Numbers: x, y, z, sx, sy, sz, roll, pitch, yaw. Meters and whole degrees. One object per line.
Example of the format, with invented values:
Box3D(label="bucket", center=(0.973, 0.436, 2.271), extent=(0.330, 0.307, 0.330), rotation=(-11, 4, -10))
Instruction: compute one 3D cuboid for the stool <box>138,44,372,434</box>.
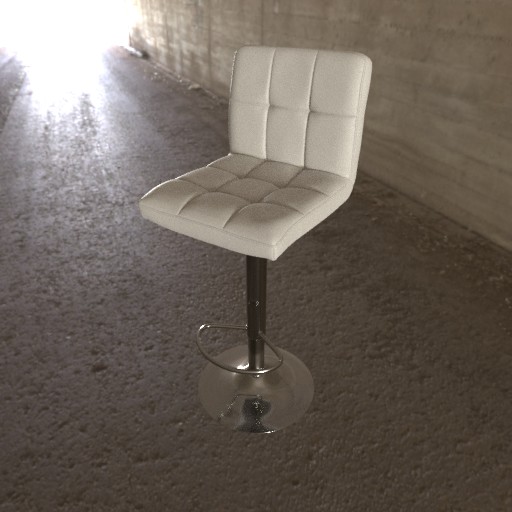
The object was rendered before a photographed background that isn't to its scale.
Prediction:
Box3D(label="stool", center=(0.000, 0.000, 1.346), extent=(0.430, 1.115, 0.505), rotation=(18, 36, 28))
